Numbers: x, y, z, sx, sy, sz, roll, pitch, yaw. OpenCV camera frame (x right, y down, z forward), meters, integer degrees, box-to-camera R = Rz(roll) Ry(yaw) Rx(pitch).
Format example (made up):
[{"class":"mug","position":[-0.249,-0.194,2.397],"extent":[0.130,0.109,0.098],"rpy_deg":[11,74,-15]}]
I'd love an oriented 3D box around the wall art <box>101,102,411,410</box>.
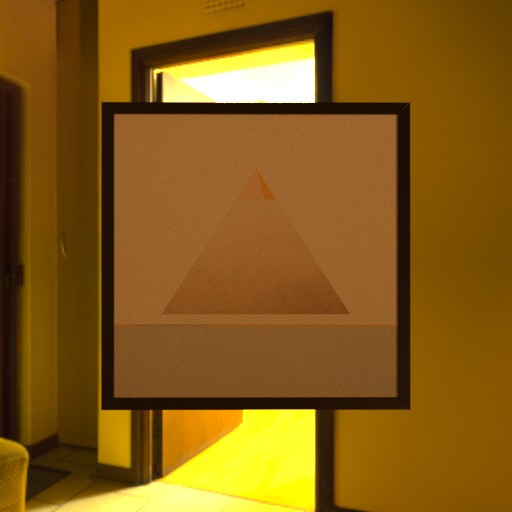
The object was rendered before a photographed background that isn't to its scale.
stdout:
[{"class":"wall art","position":[0.000,0.000,0.454],"extent":[0.304,0.303,0.037],"rpy_deg":[0,0,0]}]
